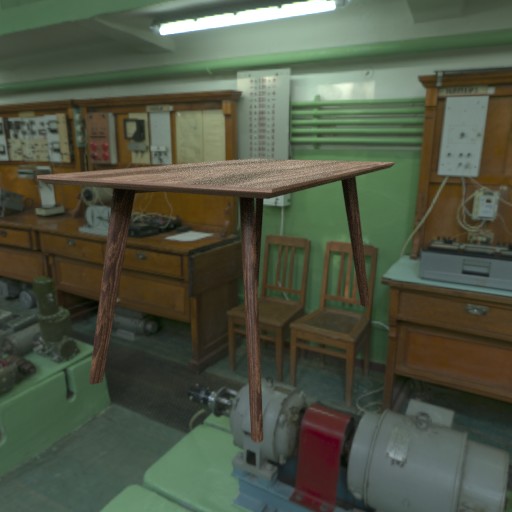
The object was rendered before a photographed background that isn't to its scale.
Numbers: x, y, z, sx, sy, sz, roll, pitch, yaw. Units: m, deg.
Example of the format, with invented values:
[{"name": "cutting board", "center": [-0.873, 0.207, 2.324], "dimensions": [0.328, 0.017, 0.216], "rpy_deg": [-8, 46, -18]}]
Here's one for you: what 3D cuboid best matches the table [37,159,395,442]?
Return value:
[{"name": "table", "center": [0.000, 0.000, 1.841], "dimensions": [0.801, 0.724, 1.349], "rpy_deg": [8, 17, 27]}]
